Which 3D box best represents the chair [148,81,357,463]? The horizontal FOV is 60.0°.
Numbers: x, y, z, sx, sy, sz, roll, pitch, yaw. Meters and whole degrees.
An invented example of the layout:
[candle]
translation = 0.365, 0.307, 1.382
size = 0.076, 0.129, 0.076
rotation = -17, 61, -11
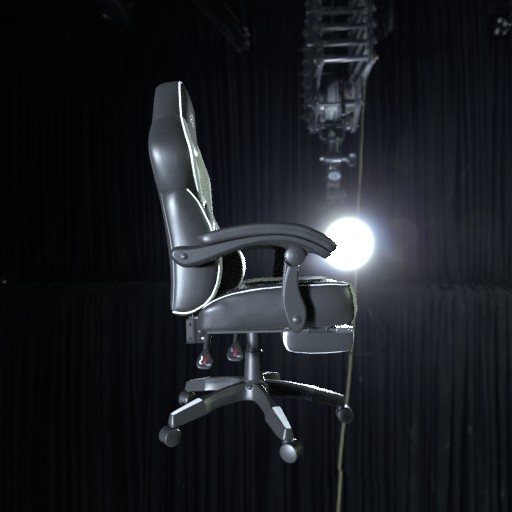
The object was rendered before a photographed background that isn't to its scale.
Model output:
[chair]
translation = 0.000, 0.000, 1.608
size = 0.700, 1.200, 0.676
rotation = 0, 0, -1
